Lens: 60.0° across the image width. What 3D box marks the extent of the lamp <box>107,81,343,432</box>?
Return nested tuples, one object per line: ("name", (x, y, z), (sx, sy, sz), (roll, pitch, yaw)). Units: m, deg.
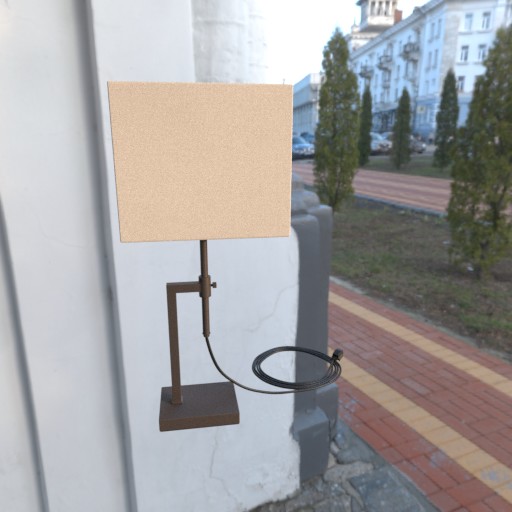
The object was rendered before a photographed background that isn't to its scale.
("lamp", (0.000, 0.000, 0.962), (0.504, 0.660, 0.399), (-2, 16, -9))
